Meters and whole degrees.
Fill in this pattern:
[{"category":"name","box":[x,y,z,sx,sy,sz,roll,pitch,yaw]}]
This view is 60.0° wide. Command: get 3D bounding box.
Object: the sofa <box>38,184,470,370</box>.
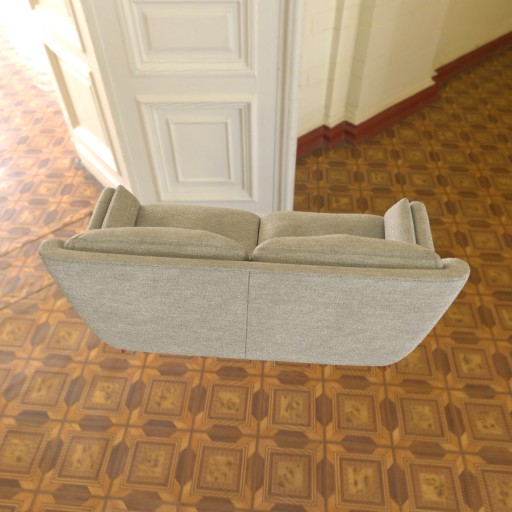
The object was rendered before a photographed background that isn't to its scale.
[{"category":"sofa","box":[0.000,0.000,2.447,1.930,0.897,0.976,3,47,3]}]
